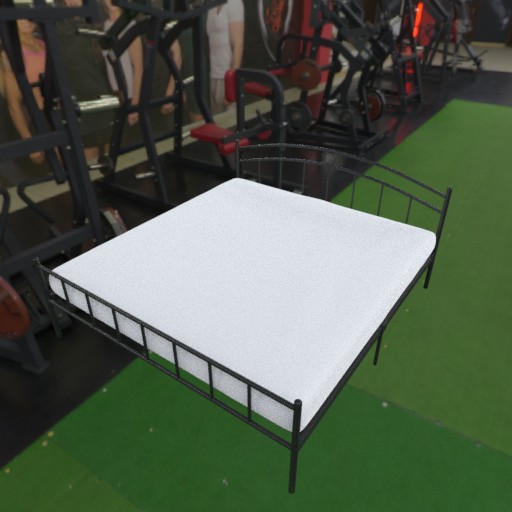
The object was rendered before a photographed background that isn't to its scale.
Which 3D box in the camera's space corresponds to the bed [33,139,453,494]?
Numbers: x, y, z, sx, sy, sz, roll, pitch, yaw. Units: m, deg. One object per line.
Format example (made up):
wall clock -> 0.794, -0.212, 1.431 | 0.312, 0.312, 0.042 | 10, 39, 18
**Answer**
bed -> 0.000, 0.000, 3.006 | 1.880, 0.940, 2.040 | 21, 37, 30
